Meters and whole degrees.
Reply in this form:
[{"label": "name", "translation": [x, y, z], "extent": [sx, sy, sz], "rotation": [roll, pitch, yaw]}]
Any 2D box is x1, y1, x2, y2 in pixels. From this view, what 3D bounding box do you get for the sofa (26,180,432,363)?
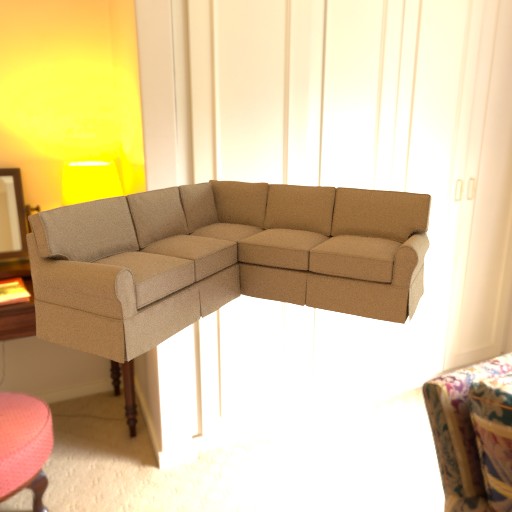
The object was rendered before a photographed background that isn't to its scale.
[{"label": "sofa", "translation": [0.000, 0.000, 4.079], "extent": [2.733, 1.124, 2.730], "rotation": [7, 16, 26]}]
